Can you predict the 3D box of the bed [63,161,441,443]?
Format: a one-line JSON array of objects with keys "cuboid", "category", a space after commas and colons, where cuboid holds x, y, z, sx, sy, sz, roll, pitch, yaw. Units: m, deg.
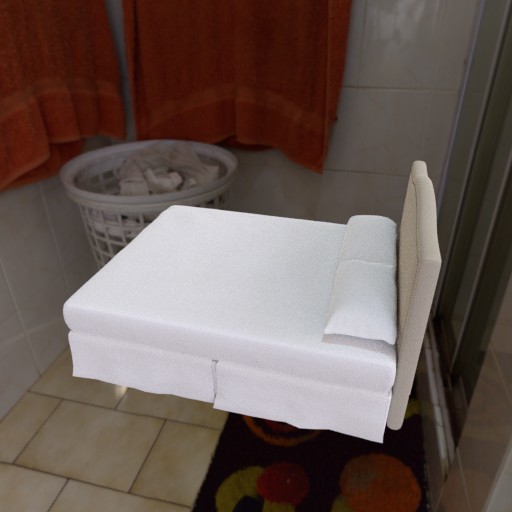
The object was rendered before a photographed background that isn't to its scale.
[{"cuboid": [0.000, 0.000, 3.599, 2.477, 1.437, 1.977, 8, 31, 13], "category": "bed"}]
